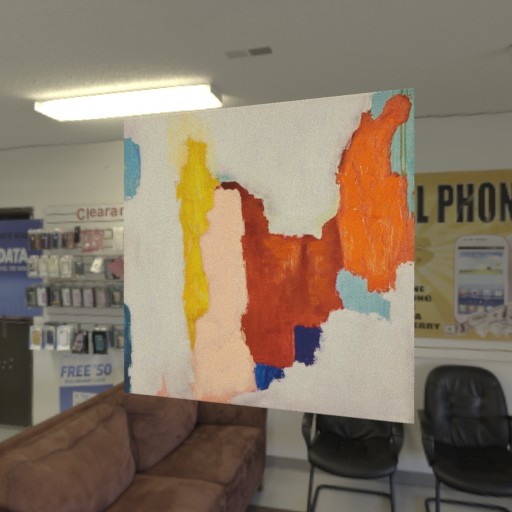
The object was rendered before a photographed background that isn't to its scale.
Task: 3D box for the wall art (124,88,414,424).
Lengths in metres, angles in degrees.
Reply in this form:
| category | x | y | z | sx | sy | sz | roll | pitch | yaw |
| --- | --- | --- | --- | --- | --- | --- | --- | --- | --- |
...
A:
| category | x | y | z | sx | sy | sz | roll | pitch | yaw |
| --- | --- | --- | --- | --- | --- | --- | --- | --- | --- |
| wall art | 0.000 | 0.000 | 1.212 | 0.814 | 0.814 | 0.037 | 0 | 0 | 18 |
